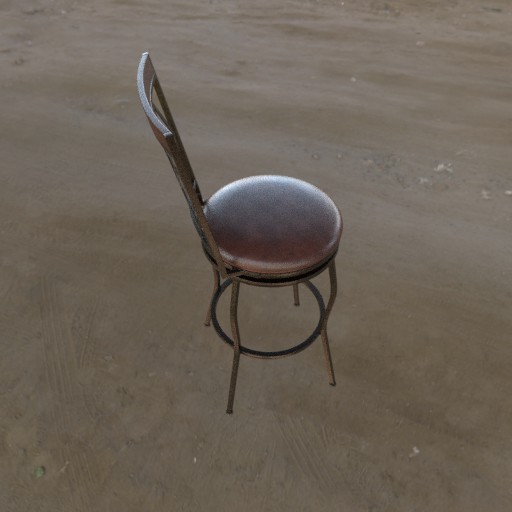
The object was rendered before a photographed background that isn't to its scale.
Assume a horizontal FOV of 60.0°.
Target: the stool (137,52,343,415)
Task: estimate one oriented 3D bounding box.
[{"bbox_3d":[0.000,0.000,1.388,0.521,1.134,0.432,-11,46,-11],"label":"stool"}]
